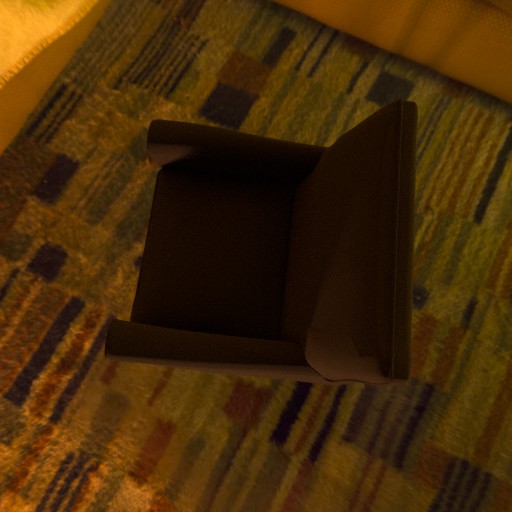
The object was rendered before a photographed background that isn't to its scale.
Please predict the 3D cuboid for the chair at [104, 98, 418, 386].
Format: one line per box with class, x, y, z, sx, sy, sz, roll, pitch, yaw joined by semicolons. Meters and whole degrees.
chair;0.000;0.000;1.581;0.831;0.911;0.836;7;75;2
